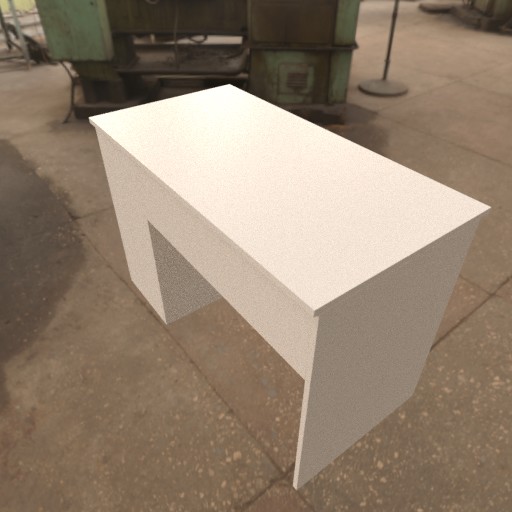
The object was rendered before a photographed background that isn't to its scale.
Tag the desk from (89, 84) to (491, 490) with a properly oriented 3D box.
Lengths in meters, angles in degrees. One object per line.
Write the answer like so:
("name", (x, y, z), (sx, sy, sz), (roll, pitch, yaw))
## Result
("desk", (0.000, 0.000, 1.482), (0.560, 0.735, 1.097), (-25, 45, -28))
